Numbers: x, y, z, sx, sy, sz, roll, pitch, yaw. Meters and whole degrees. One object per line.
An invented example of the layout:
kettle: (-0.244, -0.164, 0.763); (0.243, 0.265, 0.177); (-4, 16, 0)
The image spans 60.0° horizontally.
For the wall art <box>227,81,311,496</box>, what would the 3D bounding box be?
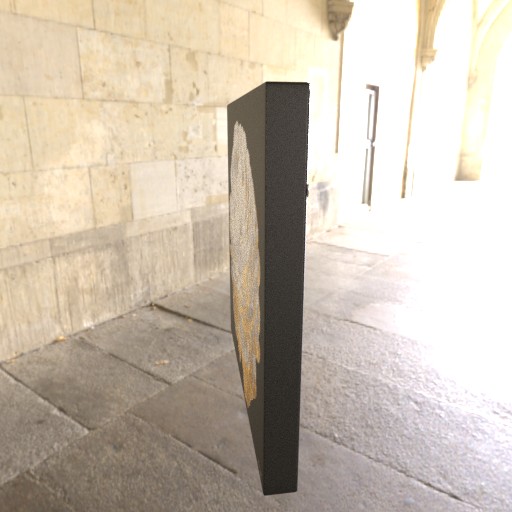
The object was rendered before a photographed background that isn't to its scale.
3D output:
wall art: (0.000, 0.000, 0.601); (0.041, 0.407, 0.406); (-2, 16, -8)
